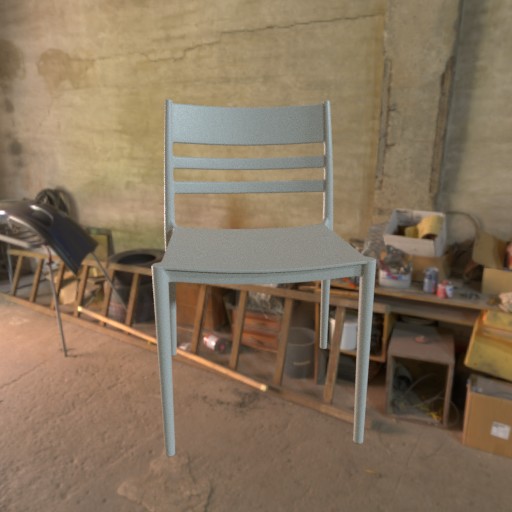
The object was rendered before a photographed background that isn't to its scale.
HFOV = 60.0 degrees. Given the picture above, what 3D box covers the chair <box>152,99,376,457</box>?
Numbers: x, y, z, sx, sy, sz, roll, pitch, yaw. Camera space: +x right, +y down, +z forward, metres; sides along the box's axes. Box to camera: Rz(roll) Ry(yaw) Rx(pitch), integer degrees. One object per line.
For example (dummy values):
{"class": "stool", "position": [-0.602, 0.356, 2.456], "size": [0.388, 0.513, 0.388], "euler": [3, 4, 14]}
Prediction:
{"class": "chair", "position": [0.000, 0.000, 1.167], "size": [0.531, 0.800, 0.511], "euler": [-2, 16, -5]}
